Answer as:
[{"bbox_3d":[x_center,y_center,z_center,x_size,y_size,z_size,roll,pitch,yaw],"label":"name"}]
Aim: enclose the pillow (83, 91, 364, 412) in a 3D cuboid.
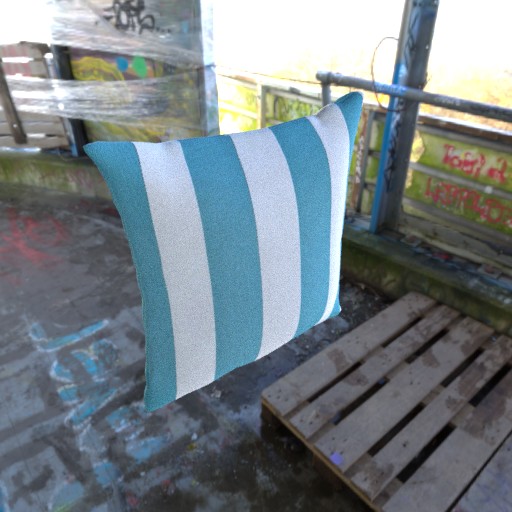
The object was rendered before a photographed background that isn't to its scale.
[{"bbox_3d":[0.000,0.000,0.826,0.536,0.526,0.189,-23,38,-32],"label":"pillow"}]
